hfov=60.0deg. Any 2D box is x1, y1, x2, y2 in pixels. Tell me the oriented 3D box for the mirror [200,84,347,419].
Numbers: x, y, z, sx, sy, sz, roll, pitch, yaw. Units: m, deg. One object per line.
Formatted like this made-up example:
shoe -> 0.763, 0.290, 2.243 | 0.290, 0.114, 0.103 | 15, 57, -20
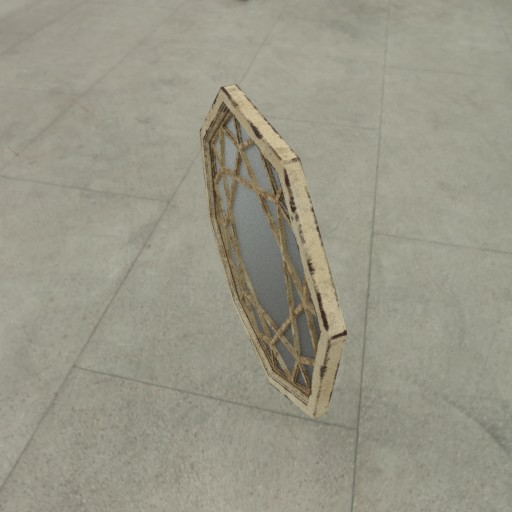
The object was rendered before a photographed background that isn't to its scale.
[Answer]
mirror -> 0.000, 0.000, 0.963 | 0.031, 0.648, 0.648 | -16, 48, -15
